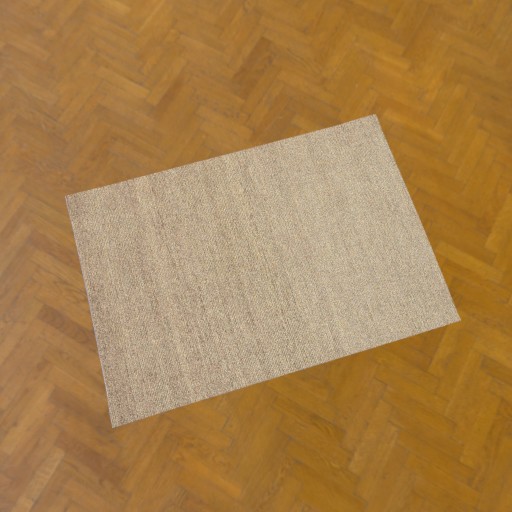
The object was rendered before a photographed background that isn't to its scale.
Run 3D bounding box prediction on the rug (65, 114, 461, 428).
[{"bbox_3d":[0.000,0.000,3.015,2.342,0.030,1.609,-16,75,-4],"label":"rug"}]
